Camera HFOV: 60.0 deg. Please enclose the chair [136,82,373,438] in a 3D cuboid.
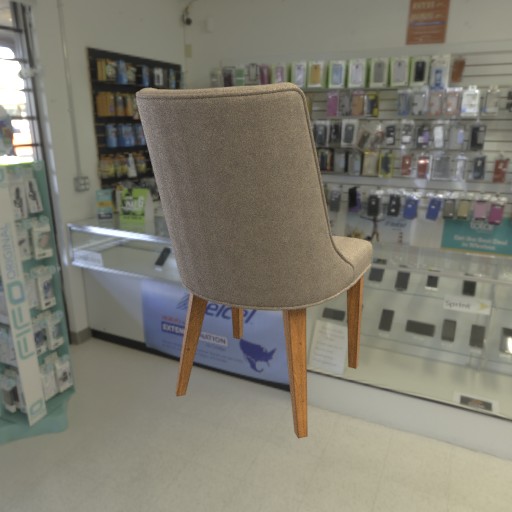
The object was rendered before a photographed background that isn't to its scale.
[{"bbox_3d":[0.000,0.000,1.308,0.548,0.916,0.636,9,19,26],"label":"chair"}]
